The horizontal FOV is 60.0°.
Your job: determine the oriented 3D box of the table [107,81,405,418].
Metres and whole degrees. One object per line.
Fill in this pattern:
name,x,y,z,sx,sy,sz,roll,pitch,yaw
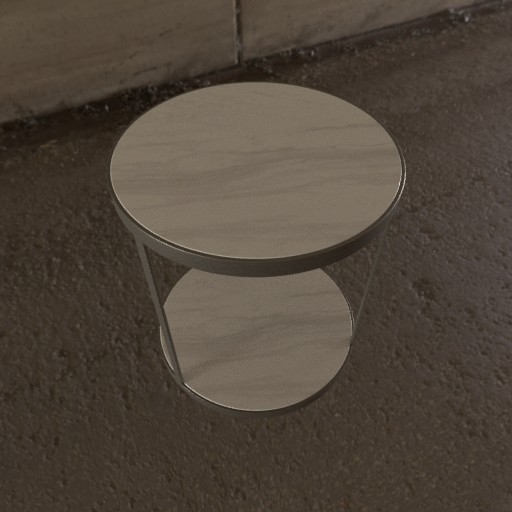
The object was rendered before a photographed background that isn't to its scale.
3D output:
table,0.000,0.000,0.854,0.445,0.479,0.445,0,48,0
